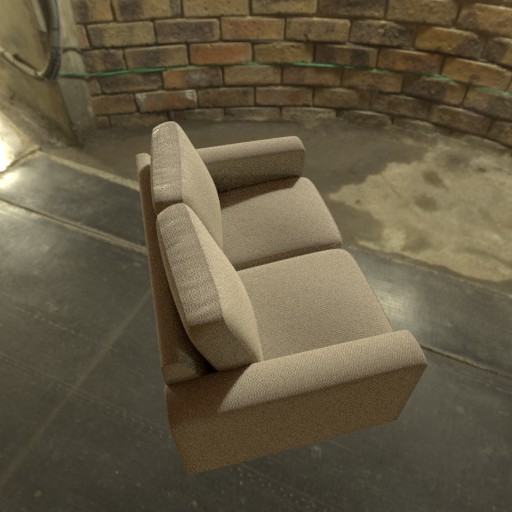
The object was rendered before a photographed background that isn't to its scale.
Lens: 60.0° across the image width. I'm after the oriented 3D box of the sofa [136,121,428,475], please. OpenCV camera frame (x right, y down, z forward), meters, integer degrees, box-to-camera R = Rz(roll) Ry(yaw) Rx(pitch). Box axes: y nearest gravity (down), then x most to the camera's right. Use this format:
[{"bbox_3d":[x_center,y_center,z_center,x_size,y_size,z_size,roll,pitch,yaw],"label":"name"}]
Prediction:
[{"bbox_3d":[0.000,0.000,2.194,1.016,0.873,1.616,-11,48,-10],"label":"sofa"}]
